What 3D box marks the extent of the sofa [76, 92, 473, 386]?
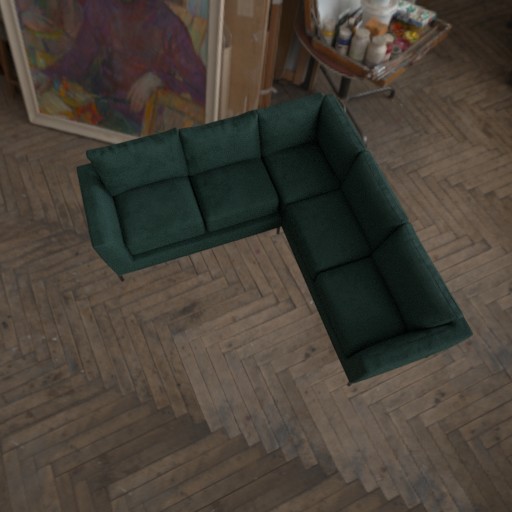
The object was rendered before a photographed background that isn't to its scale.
[{"bbox_3d":[0.000,0.000,3.719,2.468,1.004,2.452,-17,65,-8],"label":"sofa"}]
